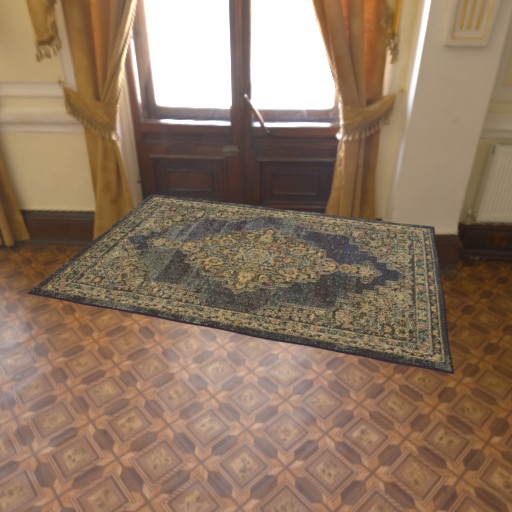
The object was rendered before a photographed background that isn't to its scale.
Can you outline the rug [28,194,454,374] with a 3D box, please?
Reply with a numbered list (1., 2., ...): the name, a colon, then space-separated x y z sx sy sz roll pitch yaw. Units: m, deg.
1. rug: 0.000 0.000 2.245 1.781 0.012 1.184 8 32 14
